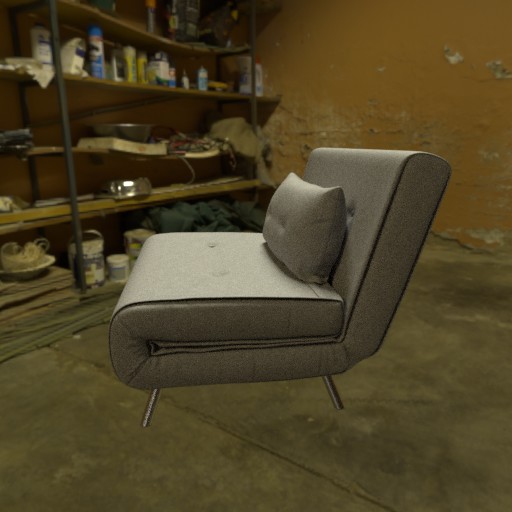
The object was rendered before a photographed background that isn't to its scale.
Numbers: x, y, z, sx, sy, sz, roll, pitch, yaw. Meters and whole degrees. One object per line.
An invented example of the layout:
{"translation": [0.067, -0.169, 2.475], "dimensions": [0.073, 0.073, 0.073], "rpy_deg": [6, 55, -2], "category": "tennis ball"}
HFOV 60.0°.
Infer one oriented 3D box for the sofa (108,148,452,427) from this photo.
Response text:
{"translation": [0.000, 0.000, 1.761], "dimensions": [1.000, 0.825, 1.020], "rpy_deg": [-2, 15, -8], "category": "sofa"}
